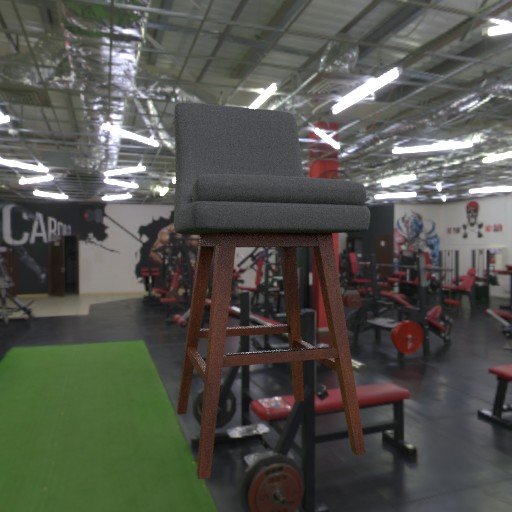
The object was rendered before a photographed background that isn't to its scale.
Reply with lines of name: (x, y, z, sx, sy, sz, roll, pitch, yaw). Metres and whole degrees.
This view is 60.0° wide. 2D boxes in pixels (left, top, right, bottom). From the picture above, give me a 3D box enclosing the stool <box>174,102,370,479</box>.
stool: (0.000, 0.000, 1.260, 0.447, 0.977, 0.524, 0, 1, -17)
